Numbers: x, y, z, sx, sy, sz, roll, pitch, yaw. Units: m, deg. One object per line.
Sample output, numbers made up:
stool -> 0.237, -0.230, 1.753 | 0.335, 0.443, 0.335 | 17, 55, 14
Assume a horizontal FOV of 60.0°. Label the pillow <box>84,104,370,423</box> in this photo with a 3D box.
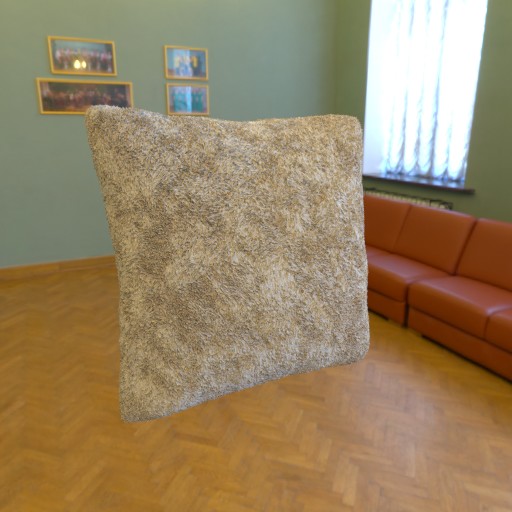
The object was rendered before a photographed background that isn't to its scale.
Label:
pillow -> 0.000, 0.000, 0.806 | 0.529, 0.515, 0.218 | -8, 18, -26
